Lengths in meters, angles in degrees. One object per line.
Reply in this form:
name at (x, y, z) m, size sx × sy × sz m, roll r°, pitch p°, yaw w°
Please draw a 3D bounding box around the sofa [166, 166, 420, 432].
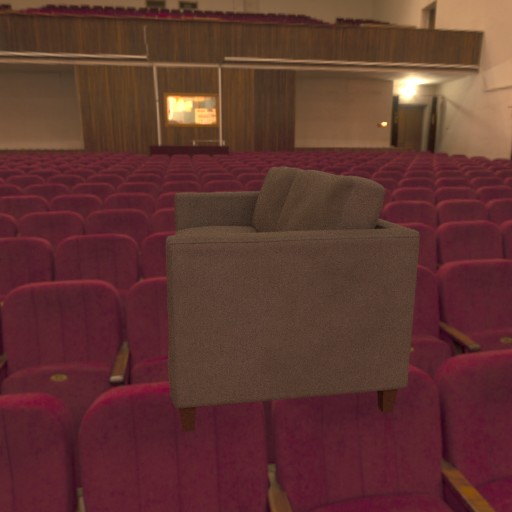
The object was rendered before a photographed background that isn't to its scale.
sofa at (0.000, 0.000, 2.493) m, size 0.950 × 0.963 × 1.884 m, roll -2°, pitch 13°, yaw -9°
